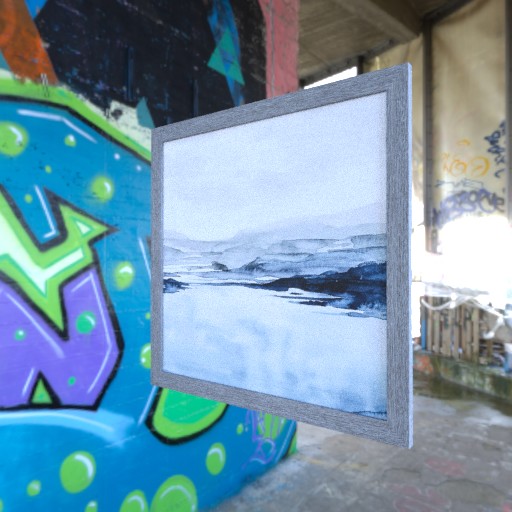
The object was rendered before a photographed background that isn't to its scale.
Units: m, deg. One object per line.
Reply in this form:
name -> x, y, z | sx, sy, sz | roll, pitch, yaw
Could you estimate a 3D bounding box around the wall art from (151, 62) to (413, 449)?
wall art -> 0.000, 0.000, 0.994 | 0.685, 0.685, 0.020 | 0, -1, 36
